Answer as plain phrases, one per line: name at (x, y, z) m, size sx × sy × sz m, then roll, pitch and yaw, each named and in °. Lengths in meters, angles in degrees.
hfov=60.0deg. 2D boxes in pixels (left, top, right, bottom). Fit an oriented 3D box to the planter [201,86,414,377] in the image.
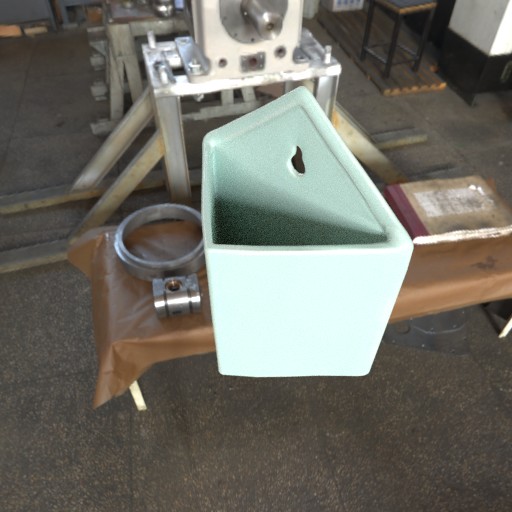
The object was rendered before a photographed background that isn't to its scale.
planter at (0.000, 0.000, 0.282) m, size 0.164 × 0.197 × 0.079 m, roll 34°, pitch 55°, yaw 28°
